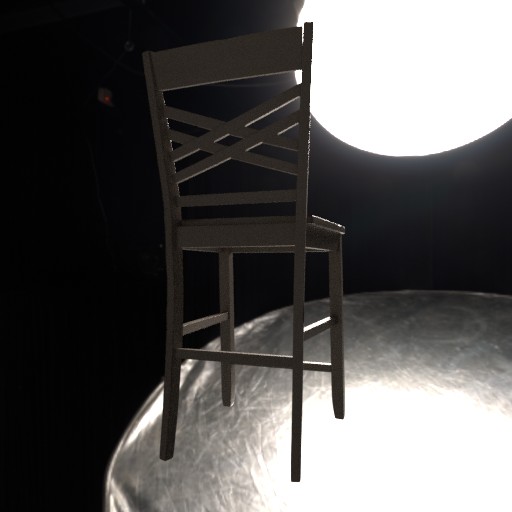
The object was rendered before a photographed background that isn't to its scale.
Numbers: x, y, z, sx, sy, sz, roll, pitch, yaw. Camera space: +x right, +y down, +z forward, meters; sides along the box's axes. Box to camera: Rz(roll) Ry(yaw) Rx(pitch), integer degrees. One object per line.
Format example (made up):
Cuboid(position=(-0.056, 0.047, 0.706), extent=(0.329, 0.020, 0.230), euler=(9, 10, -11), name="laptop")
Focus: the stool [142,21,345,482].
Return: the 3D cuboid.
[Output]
Cuboid(position=(0.000, 0.000, 1.328), extent=(0.462, 1.079, 0.539), euler=(0, -1, 19), name="stool")
